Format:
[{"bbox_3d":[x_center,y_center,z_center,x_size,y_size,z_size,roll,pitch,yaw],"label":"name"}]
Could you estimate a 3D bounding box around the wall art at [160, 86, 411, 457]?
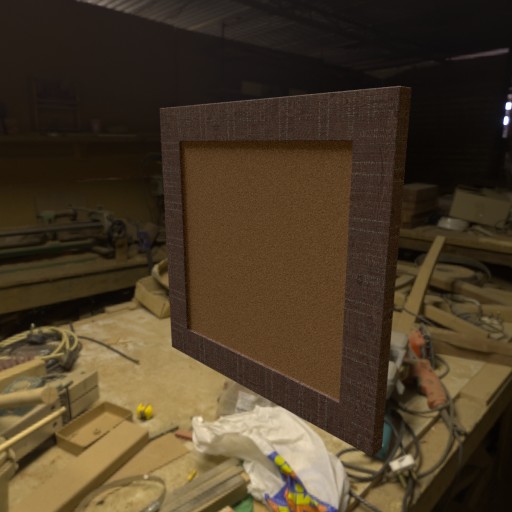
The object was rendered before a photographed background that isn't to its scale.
[{"bbox_3d":[0.000,0.000,0.801,0.029,0.531,0.531,-14,20,-43],"label":"wall art"}]
